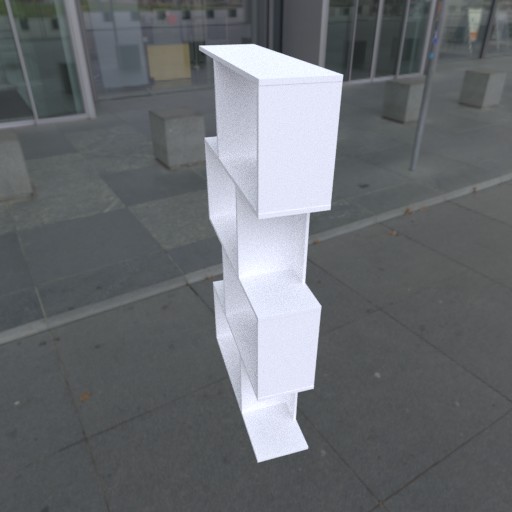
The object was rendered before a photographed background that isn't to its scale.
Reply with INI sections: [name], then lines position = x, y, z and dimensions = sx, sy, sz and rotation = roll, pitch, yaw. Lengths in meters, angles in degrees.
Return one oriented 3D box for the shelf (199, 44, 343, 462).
[shelf]
position = 0.000, 0.000, 2.003
dimensions = 0.250, 1.650, 0.890
rotation = -9, 32, -14
